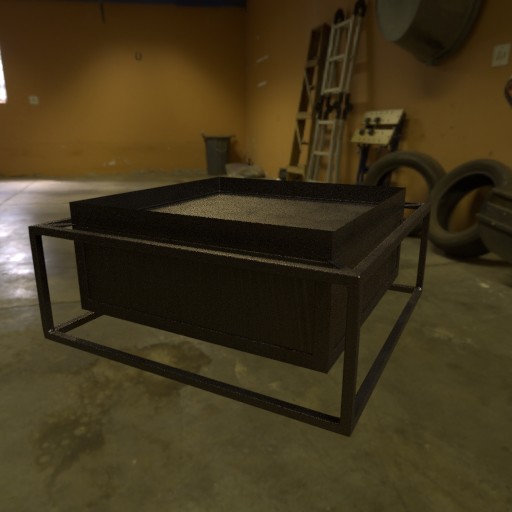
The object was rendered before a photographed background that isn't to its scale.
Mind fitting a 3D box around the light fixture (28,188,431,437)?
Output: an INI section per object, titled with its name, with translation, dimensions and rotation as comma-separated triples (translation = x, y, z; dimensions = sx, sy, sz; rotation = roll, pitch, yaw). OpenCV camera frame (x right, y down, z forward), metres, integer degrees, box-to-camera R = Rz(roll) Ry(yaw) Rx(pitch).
[light fixture]
translation = 0.000, 0.000, 0.684
dimensions = 0.441, 0.191, 0.441
rotation = 8, 18, 27
